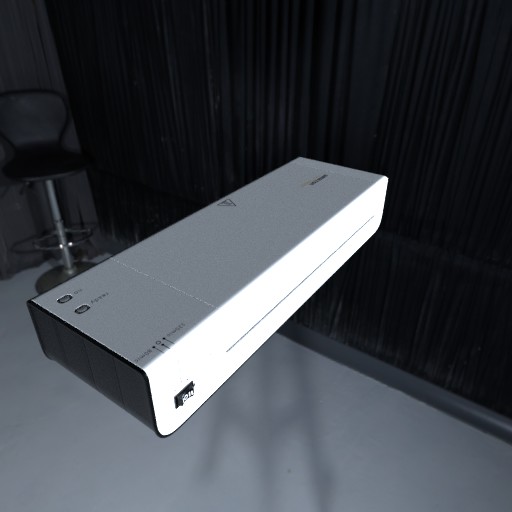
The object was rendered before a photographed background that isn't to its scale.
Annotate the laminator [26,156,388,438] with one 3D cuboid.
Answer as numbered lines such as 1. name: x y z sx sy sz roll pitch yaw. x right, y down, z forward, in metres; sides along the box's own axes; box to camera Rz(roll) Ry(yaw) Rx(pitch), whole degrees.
1. laminator: 0.000 0.000 0.388 0.123 0.062 0.340 20 37 30
